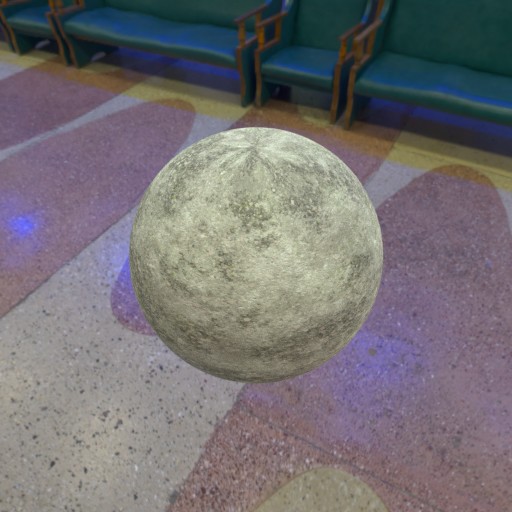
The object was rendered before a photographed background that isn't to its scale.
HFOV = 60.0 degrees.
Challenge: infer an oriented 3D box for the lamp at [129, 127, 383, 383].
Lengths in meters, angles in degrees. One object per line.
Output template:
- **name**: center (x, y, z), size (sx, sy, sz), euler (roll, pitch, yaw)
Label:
- **lamp**: center (0.000, 0.000, 0.765), size (0.422, 0.429, 0.422), euler (0, 45, 0)
